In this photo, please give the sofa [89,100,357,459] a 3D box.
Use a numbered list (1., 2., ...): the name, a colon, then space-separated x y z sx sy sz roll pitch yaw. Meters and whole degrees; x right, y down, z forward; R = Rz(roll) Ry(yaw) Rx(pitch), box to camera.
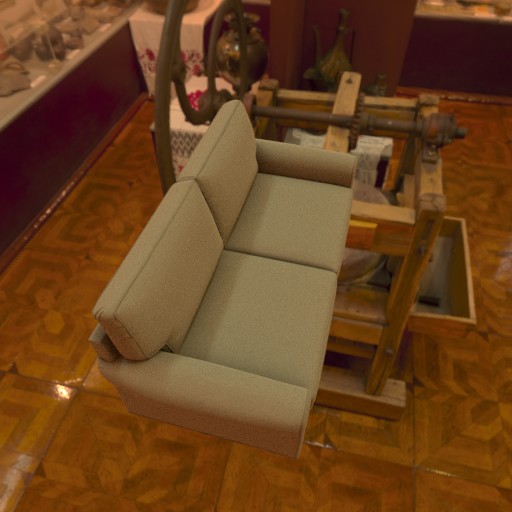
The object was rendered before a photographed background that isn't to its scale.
1. sofa: 0.000 0.000 2.471 0.940 0.952 1.930 11 48 10
